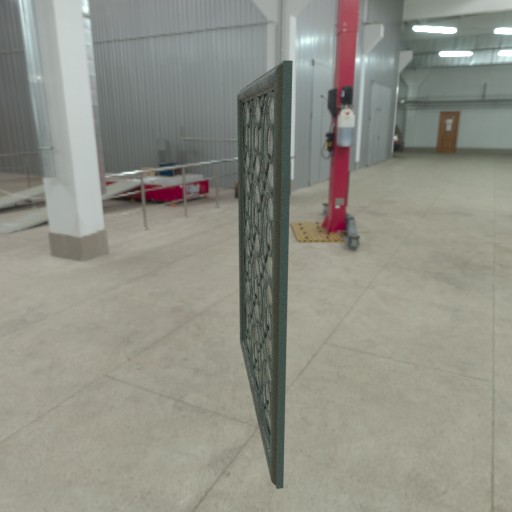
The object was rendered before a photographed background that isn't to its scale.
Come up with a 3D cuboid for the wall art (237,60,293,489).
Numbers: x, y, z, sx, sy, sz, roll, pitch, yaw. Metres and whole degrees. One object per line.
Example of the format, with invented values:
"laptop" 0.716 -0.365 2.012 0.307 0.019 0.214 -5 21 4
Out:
"wall art" 0.000 0.000 1.327 0.030 0.983 0.767 -2 17 -8
